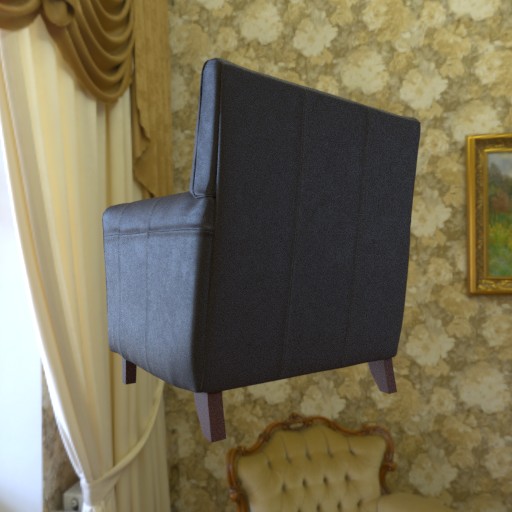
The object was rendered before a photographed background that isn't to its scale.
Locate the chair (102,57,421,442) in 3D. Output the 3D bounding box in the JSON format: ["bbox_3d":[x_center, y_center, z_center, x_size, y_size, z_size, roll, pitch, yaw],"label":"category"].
[{"bbox_3d":[0.000,0.000,1.583,0.870,0.943,0.825,1,-1,-36],"label":"chair"}]
